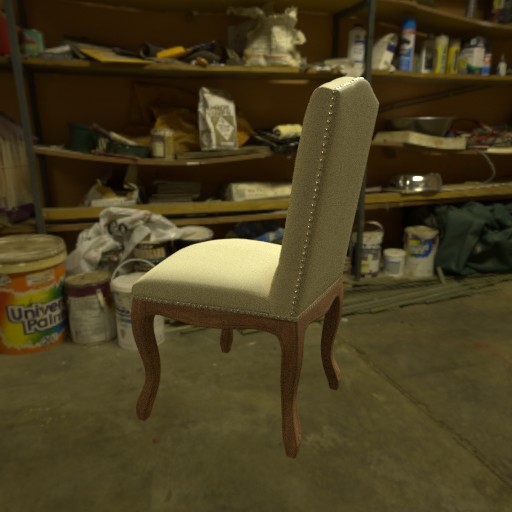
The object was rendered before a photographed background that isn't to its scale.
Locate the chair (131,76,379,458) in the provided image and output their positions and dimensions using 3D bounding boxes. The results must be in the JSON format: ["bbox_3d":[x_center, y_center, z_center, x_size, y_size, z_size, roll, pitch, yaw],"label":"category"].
[{"bbox_3d":[0.000,0.000,1.585,0.715,1.165,0.623,8,17,26],"label":"chair"}]
